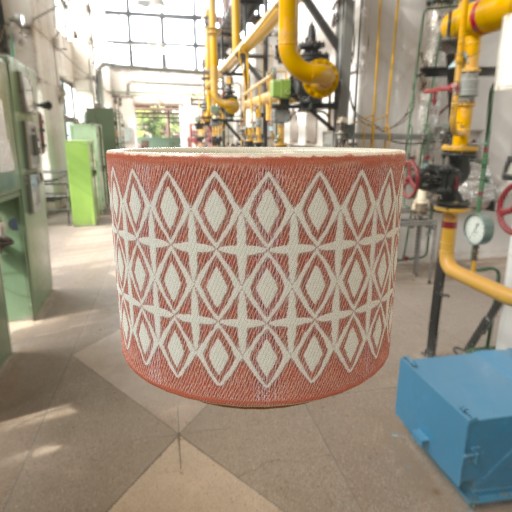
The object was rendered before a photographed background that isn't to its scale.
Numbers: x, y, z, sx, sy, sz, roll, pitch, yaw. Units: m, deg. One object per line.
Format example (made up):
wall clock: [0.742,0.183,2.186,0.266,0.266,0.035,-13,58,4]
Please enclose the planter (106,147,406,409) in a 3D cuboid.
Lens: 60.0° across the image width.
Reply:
planter: [0.000,0.000,0.316,0.192,0.148,0.192,0,15,0]
